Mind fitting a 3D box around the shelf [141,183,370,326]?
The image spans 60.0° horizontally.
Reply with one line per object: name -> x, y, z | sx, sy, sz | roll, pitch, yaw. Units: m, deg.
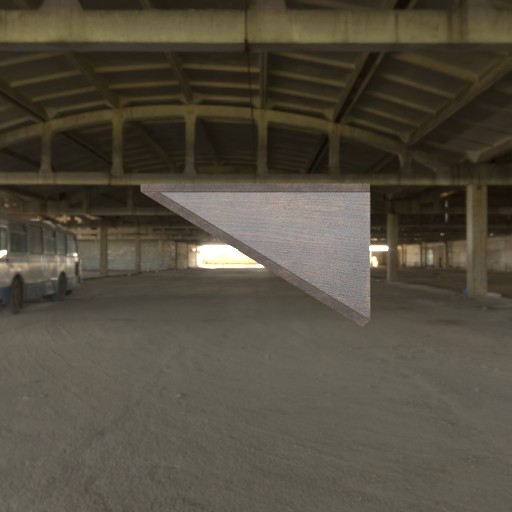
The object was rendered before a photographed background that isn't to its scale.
shelf -> 0.000, 0.000, 0.691 | 0.200, 0.125, 0.610 | 0, 0, 0
